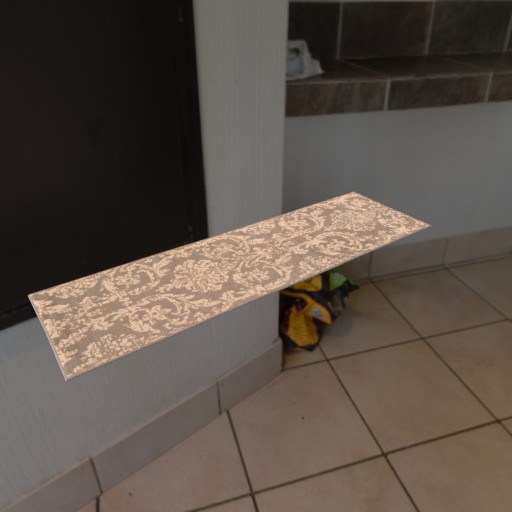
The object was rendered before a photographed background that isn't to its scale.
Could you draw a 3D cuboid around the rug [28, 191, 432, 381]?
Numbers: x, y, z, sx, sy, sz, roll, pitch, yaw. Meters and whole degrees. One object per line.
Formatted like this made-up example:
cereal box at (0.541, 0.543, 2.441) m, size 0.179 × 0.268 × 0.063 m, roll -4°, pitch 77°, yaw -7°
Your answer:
rug at (0.000, 0.000, 2.424) m, size 2.196 × 0.011 × 0.662 m, roll -20°, pitch 36°, yaw -30°
